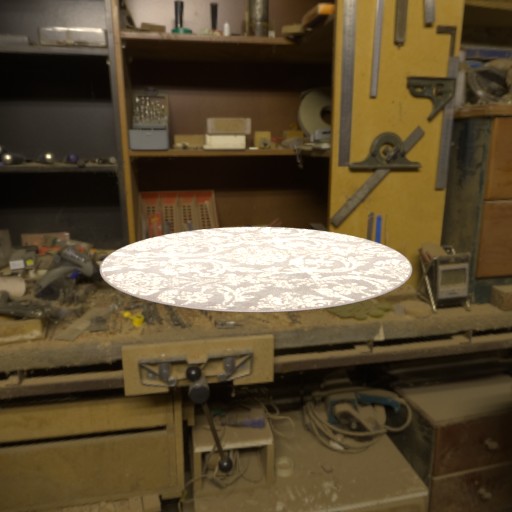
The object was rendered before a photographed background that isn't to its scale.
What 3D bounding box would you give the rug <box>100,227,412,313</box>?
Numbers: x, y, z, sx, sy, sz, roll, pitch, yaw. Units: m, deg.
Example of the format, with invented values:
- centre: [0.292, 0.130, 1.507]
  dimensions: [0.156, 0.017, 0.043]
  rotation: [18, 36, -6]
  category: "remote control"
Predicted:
- centre: [0.000, 0.000, 2.386]
  dimensions: [1.593, 0.012, 1.593]
  rotation: [0, 15, 0]
  category: "rug"
